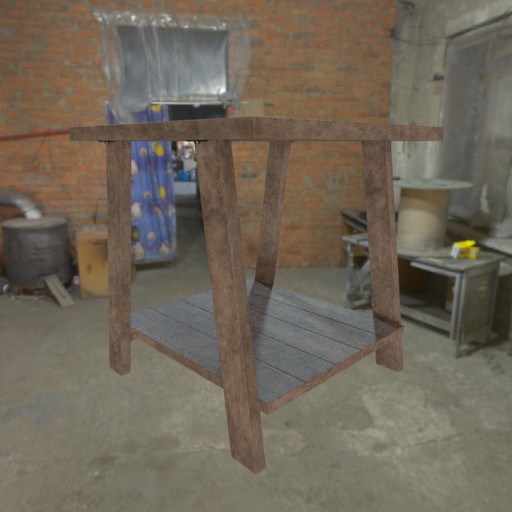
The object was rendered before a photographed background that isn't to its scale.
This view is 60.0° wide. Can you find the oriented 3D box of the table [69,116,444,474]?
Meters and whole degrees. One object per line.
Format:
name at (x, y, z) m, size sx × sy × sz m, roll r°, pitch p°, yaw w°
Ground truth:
table at (0.000, 0.000, 1.092) m, size 0.610 × 0.610 × 0.610 m, roll -14°, pitch 20°, yaw -43°
